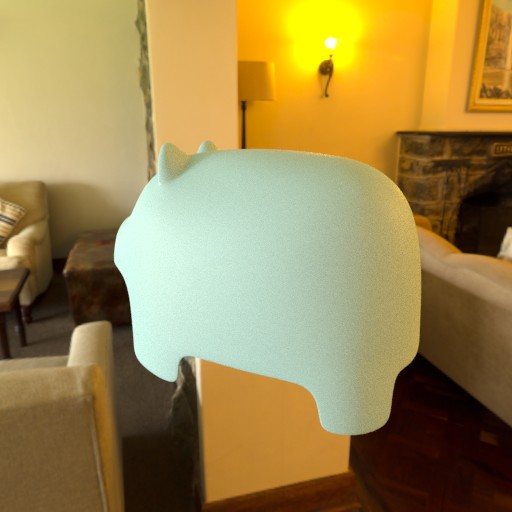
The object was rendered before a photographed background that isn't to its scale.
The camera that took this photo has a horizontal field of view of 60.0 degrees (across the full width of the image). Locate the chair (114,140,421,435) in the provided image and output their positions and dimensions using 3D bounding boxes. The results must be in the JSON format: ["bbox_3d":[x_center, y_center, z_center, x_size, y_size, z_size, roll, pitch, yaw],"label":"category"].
[{"bbox_3d":[0.000,0.000,0.856,0.619,0.423,0.364,8,18,24],"label":"chair"}]
